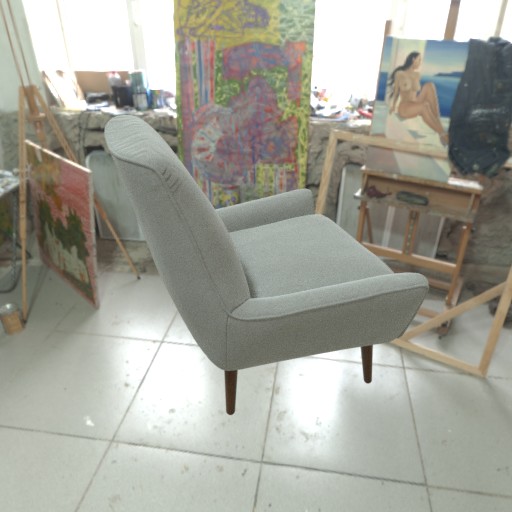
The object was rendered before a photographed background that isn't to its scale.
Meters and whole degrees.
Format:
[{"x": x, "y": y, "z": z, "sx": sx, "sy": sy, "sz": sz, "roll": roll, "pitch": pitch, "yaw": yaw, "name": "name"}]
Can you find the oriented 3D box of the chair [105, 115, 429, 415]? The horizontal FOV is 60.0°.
[{"x": 0.000, "y": 0.000, "z": 1.474, "sx": 0.822, "sy": 0.888, "sz": 0.787, "roll": -11, "pitch": 32, "yaw": -18, "name": "chair"}]
